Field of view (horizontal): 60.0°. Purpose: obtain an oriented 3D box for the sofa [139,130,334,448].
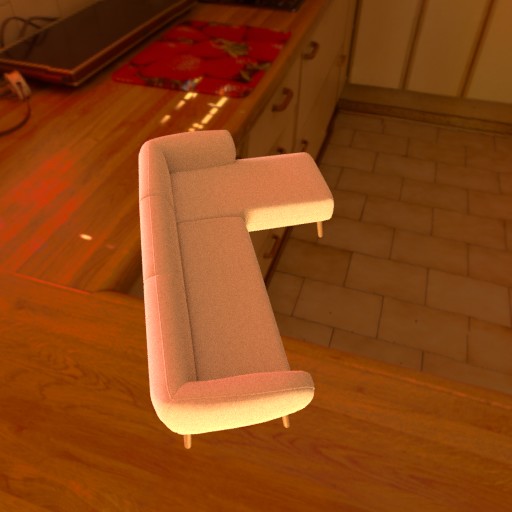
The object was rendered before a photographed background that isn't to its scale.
[{"bbox_3d":[0.000,0.000,3.347,1.610,0.730,2.660,-9,46,-8],"label":"sofa"}]
